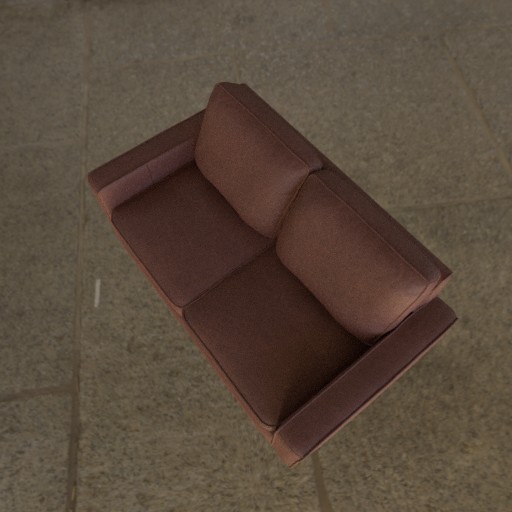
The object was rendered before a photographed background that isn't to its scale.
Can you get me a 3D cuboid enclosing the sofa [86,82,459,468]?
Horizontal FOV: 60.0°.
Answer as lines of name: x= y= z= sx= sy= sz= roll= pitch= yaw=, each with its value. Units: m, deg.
sofa: x=0.000 y=0.000 z=2.206 sx=0.947 sy=0.918 sz=1.709 roll=-35 pitch=67 yaw=-17
